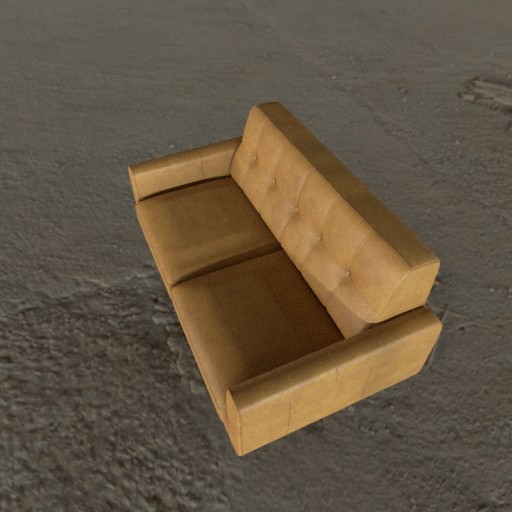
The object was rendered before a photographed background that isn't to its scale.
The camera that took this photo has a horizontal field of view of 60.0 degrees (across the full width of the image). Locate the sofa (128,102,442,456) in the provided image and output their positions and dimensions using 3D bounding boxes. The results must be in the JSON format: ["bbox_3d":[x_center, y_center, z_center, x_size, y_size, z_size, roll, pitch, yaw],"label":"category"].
[{"bbox_3d":[0.000,0.000,2.305,0.952,0.925,1.651,-18,49,-17],"label":"sofa"}]
